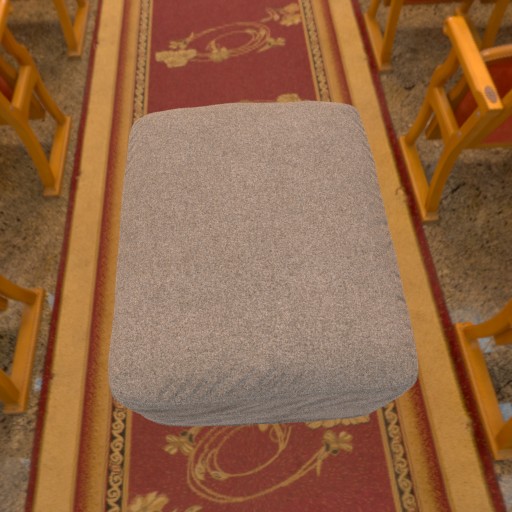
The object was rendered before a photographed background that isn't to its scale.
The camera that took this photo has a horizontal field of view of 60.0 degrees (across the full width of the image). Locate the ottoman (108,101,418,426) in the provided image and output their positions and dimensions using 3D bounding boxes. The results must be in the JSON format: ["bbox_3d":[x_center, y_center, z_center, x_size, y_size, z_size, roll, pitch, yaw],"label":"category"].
[{"bbox_3d":[0.000,0.000,1.226,0.683,0.481,0.837,-3,64,-2],"label":"ottoman"}]
